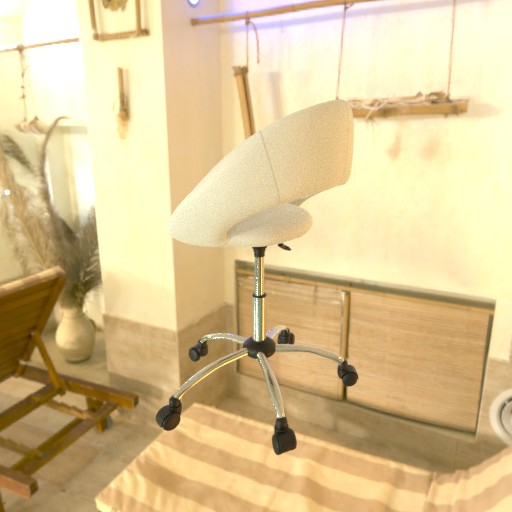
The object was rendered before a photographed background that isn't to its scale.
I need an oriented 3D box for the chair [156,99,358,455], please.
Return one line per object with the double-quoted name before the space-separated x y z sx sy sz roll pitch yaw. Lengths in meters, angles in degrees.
"chair" 0.000 0.000 1.208 0.538 0.791 0.612 8 17 26
